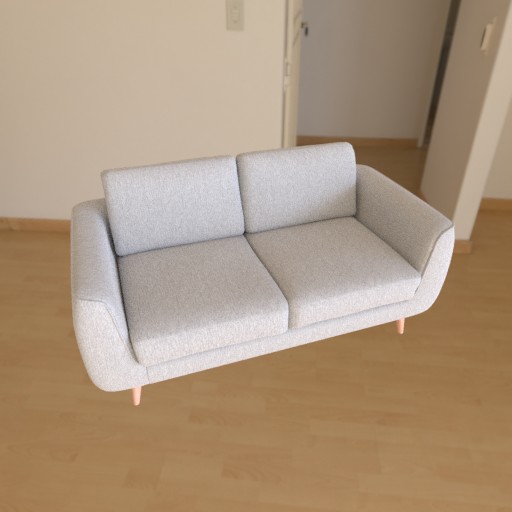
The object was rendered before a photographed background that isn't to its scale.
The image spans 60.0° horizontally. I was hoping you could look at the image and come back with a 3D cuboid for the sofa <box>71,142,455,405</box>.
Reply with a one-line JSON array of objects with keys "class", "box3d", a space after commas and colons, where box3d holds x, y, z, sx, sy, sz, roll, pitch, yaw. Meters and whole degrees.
[{"class": "sofa", "box3d": [0.000, 0.000, 2.222, 1.700, 0.850, 0.920, -11, 34, -16]}]
